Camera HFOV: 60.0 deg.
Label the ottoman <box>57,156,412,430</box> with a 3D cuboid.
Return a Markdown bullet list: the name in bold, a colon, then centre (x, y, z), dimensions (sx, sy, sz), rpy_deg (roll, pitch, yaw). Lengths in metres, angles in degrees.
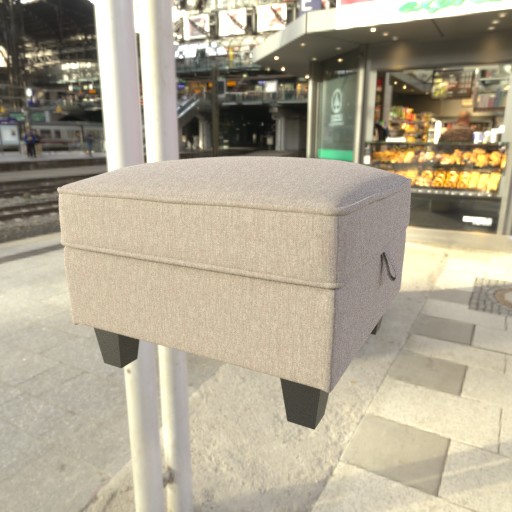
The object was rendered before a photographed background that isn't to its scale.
- **ottoman**: centre (0.000, 0.000, 1.404), dimensions (0.871, 0.612, 0.808), rpy_deg (8, 17, 27)
